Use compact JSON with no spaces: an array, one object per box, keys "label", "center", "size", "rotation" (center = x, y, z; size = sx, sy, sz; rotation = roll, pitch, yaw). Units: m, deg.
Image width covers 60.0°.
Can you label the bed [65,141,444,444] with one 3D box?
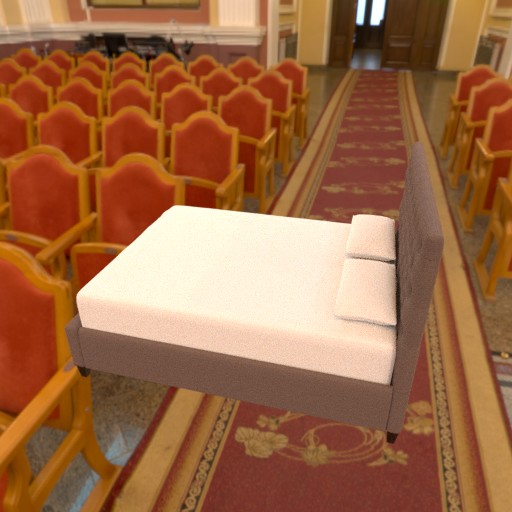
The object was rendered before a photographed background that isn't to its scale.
[{"label":"bed","center":[0.000,0.000,3.284],"size":[2.233,1.426,1.696],"rotation":[8,30,13]}]
